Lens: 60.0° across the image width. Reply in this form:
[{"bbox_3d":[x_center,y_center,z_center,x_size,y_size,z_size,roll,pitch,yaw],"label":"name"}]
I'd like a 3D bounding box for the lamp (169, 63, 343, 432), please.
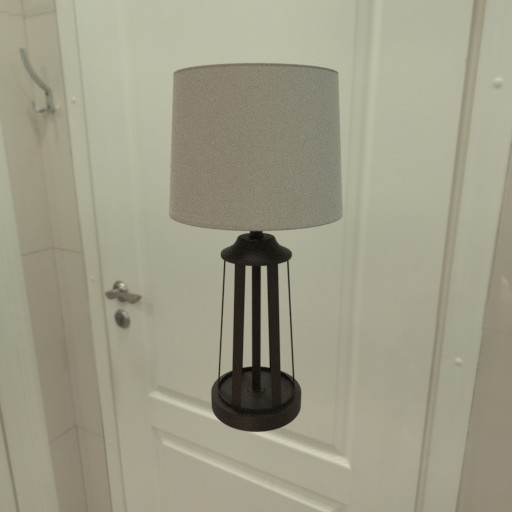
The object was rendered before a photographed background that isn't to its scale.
[{"bbox_3d":[0.000,0.000,0.669,0.251,0.509,0.251,0,16,0],"label":"lamp"}]
